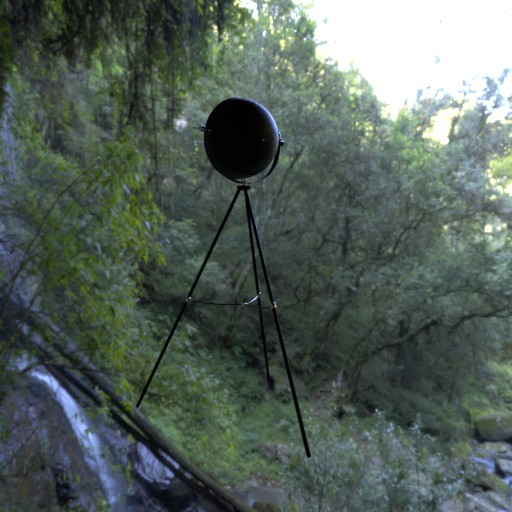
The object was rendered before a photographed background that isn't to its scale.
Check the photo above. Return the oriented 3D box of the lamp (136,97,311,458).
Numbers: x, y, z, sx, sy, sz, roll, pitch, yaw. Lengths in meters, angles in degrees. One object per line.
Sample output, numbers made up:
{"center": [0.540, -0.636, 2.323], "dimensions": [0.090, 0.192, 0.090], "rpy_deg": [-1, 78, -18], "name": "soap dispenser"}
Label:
{"center": [0.000, 0.000, 2.075], "dimensions": [0.817, 1.512, 0.920], "rpy_deg": [0, 0, -36], "name": "lamp"}
